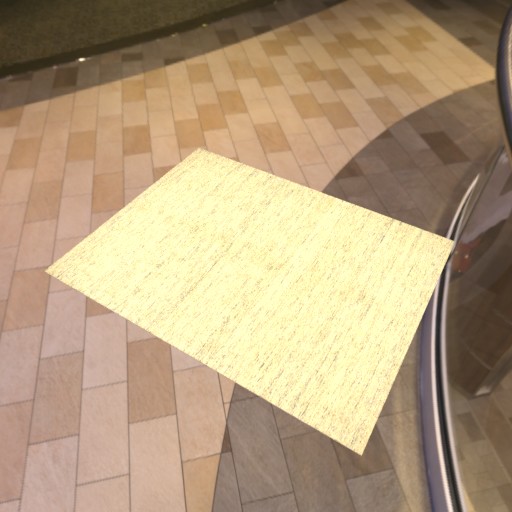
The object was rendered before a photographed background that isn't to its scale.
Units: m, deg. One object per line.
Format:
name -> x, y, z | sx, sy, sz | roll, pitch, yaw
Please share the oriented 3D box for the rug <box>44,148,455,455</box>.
rug -> 0.000, 0.000, 4.323 | 3.201, 0.014, 2.437 | 24, 51, 21
